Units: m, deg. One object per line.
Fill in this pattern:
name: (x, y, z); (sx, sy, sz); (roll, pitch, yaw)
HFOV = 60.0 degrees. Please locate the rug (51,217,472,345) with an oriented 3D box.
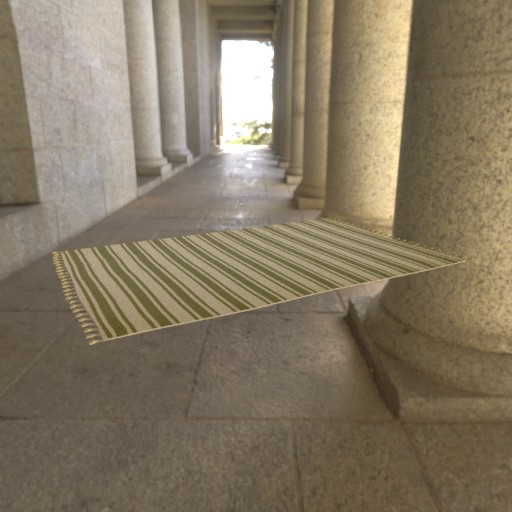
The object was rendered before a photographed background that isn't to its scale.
rug: (0.000, 0.000, 2.296); (1.875, 0.013, 1.162); (-9, 19, -27)
